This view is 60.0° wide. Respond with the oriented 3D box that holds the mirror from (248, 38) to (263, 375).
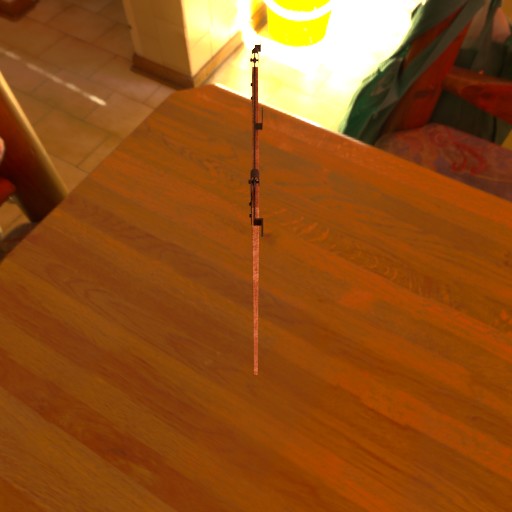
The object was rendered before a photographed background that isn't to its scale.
[{"bbox_3d":[0.000,0.000,2.119,0.042,1.793,0.847,0,59,0],"label":"mirror"}]
